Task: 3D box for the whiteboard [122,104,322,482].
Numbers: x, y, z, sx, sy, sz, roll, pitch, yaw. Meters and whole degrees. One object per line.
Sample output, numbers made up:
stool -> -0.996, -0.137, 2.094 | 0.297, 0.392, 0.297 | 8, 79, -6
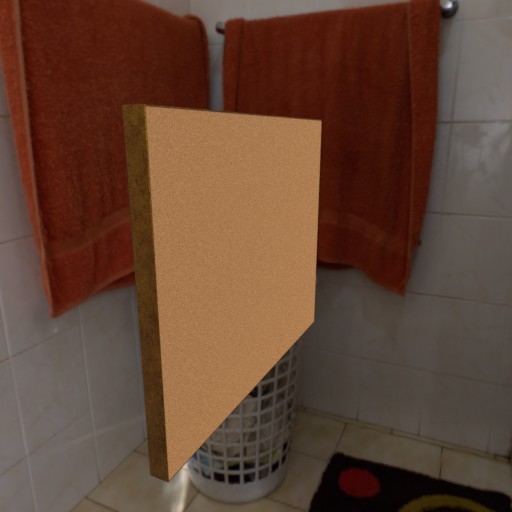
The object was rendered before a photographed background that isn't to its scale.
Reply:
whiteboard -> 0.000, 0.000, 0.753 | 0.029, 0.457, 0.561 | 7, 17, 25
